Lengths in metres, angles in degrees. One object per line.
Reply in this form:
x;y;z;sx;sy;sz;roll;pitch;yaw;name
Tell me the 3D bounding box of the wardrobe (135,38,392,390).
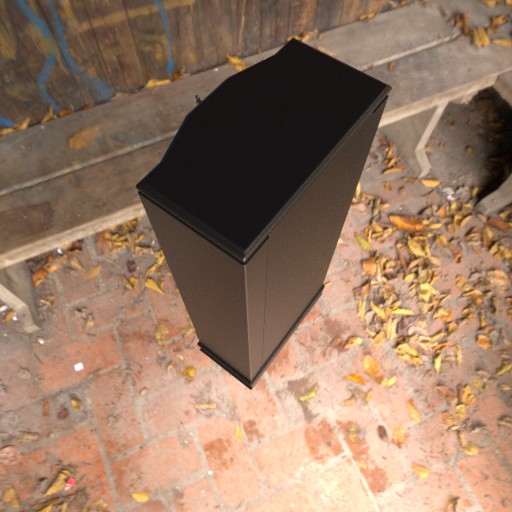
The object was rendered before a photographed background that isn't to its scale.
0.000;0.000;1.190;0.295;1.011;0.444;34;68;16;wardrobe
